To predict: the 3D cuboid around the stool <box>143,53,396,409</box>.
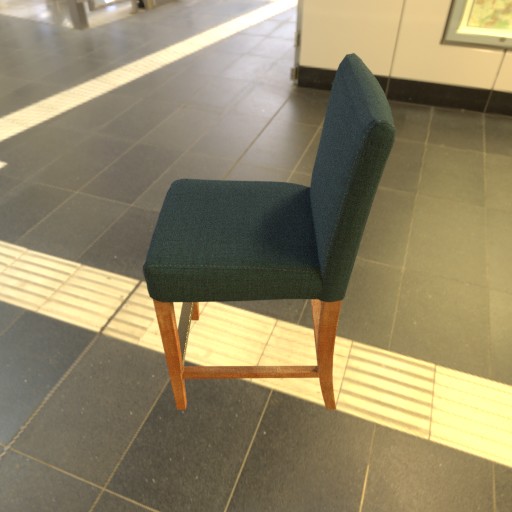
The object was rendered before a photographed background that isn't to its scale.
[{"bbox_3d":[0.000,0.000,1.331,0.567,1.039,0.454,1,41,1],"label":"stool"}]
